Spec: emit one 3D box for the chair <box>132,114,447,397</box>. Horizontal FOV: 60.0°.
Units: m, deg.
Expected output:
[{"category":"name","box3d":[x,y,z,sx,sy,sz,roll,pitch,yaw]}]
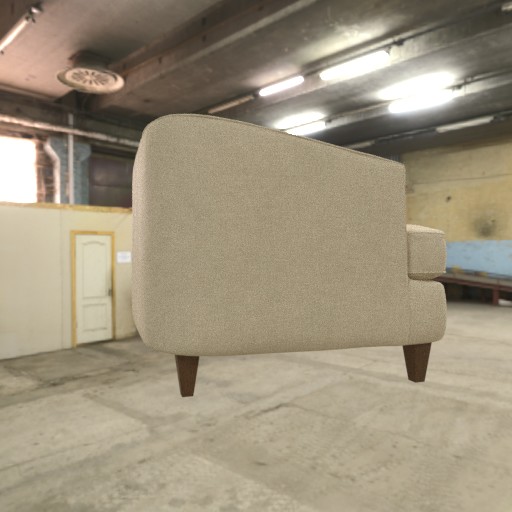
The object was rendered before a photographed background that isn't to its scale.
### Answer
[{"category":"chair","box3d":[0.000,0.000,1.733,0.914,0.787,1.118,0,0,-18]}]
